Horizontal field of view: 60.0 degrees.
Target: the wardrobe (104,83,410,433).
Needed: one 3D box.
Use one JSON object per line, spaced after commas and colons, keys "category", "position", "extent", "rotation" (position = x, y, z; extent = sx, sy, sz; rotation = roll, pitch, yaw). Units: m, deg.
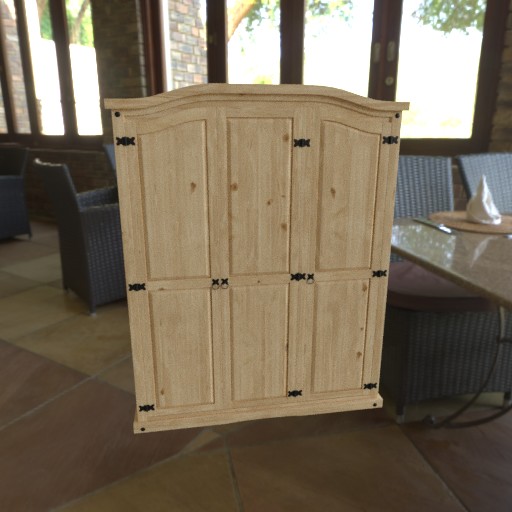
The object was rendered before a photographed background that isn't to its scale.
{"category": "wardrobe", "position": [0.000, 0.000, 2.642], "extent": [1.500, 1.870, 0.570], "rotation": [-3, 16, -9]}
